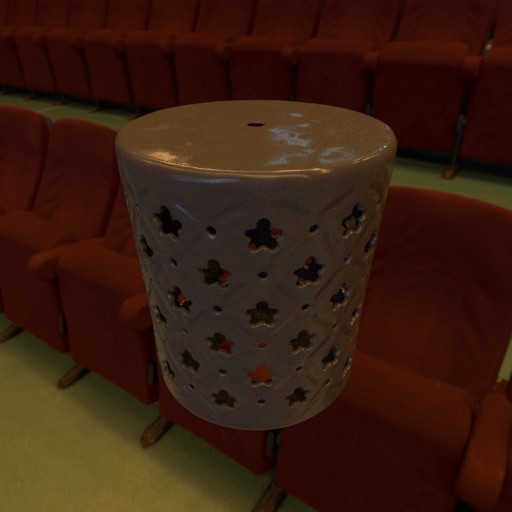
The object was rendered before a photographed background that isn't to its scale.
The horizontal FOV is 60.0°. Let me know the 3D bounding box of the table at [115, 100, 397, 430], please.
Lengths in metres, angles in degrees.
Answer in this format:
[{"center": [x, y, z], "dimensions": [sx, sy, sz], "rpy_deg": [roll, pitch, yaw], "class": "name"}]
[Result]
[{"center": [0.000, 0.000, 0.659], "dimensions": [0.352, 0.387, 0.352], "rpy_deg": [0, 30, 0], "class": "table"}]
